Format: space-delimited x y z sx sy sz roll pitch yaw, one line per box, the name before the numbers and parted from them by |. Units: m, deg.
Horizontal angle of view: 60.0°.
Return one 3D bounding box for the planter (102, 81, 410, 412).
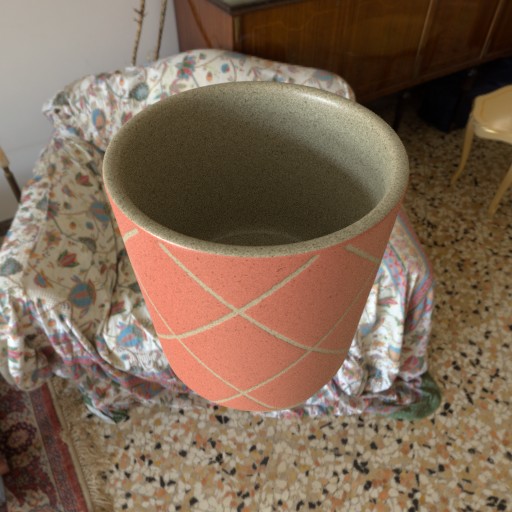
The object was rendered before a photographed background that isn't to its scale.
planter | 0.000 0.000 0.353 0.191 0.200 0.191 0 47 0
